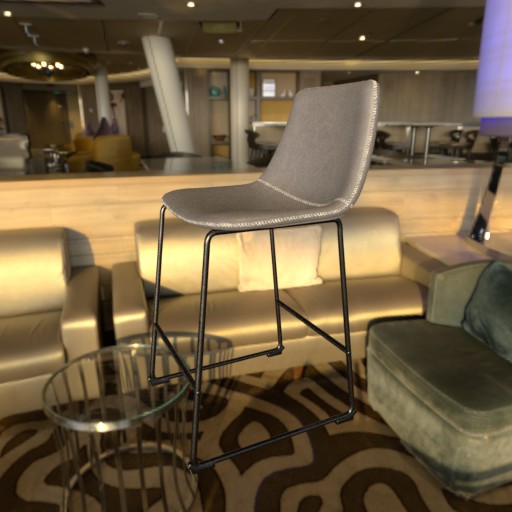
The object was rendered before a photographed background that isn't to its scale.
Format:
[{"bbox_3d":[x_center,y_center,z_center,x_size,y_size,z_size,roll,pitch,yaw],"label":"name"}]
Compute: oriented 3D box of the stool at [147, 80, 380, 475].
[{"bbox_3d":[0.000,0.000,1.184,0.546,0.876,0.470,-8,18,-25],"label":"stool"}]
